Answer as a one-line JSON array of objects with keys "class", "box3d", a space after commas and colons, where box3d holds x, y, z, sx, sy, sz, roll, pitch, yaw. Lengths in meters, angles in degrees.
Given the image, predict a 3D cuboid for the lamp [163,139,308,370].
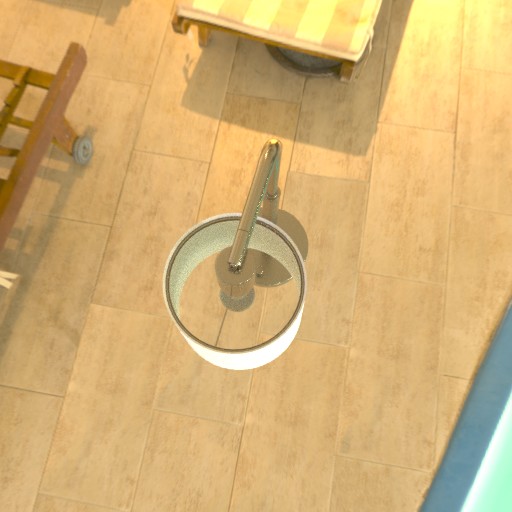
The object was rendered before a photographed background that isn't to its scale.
[{"class": "lamp", "box3d": [0.000, 0.000, 0.656, 0.171, 0.489, 0.333, 15, 76, 4]}]
